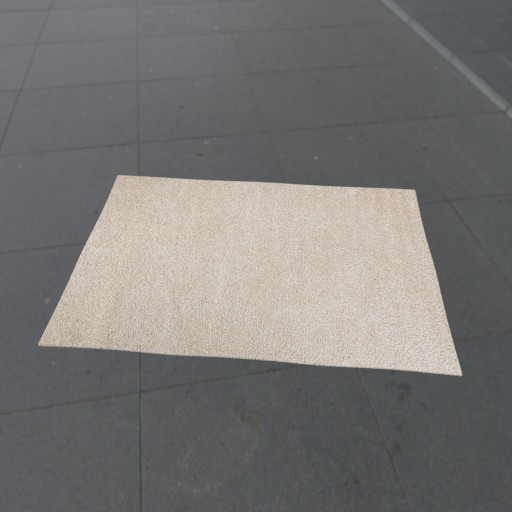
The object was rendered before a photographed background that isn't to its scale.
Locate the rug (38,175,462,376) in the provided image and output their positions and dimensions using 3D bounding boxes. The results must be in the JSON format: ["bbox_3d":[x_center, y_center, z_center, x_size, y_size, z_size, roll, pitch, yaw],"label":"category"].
[{"bbox_3d":[0.000,0.000,3.418,2.699,0.025,1.800,3,48,3],"label":"rug"}]
